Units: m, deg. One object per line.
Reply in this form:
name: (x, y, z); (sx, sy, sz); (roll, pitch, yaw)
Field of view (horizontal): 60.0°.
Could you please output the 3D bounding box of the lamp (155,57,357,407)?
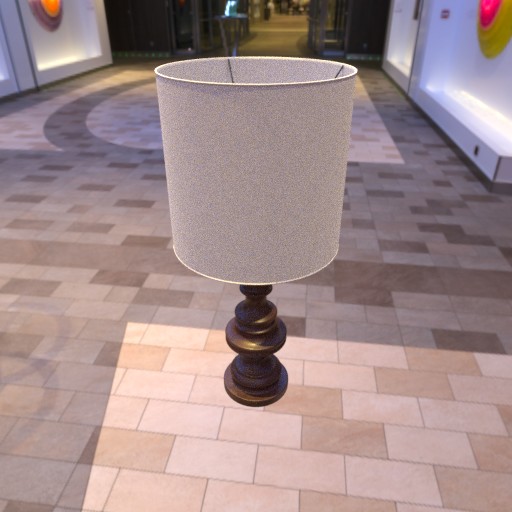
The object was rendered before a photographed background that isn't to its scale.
lamp: (0.000, 0.000, 0.578); (0.208, 0.455, 0.208); (-22, 37, -33)
